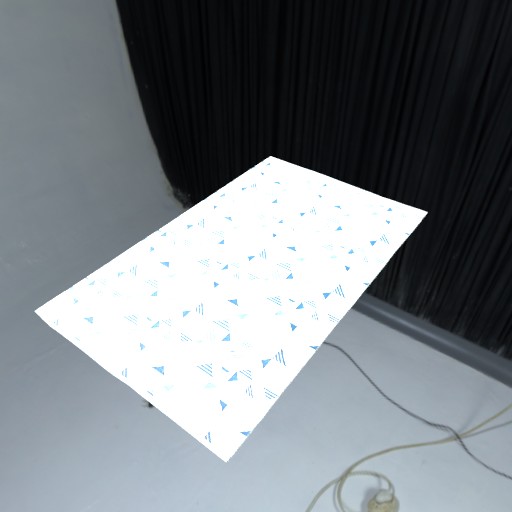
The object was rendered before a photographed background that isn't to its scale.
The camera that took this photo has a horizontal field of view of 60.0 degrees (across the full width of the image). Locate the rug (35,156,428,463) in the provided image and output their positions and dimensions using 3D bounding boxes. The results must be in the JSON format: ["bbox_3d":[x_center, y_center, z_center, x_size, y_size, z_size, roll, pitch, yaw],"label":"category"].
[{"bbox_3d":[0.000,0.000,3.068,1.512,0.009,2.457,26,47,27],"label":"rug"}]
